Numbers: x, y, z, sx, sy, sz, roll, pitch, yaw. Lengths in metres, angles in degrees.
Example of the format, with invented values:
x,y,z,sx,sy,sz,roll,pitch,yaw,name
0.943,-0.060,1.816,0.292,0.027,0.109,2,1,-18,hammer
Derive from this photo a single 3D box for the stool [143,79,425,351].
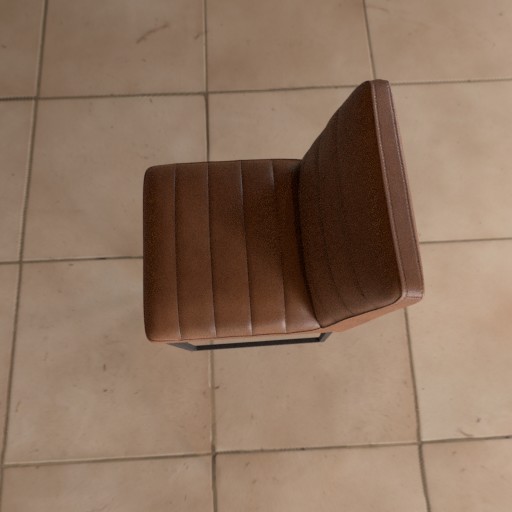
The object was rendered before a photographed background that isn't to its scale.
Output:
x,y,z,sx,sy,sz,roll,pitch,yaw,name
0.000,0.000,1.221,0.556,0.940,0.458,-4,75,-1,stool
